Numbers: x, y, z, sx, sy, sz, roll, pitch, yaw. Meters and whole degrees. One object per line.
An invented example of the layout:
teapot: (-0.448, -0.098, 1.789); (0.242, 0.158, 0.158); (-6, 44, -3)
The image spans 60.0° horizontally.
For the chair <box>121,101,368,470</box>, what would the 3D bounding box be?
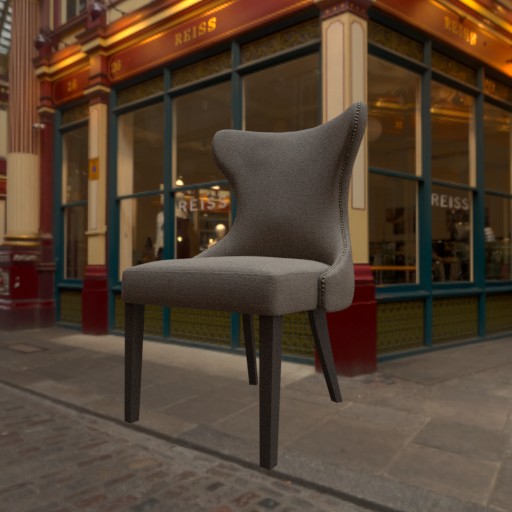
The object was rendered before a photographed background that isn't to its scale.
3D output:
chair: (0.000, 0.000, 1.398); (0.628, 0.967, 0.635); (0, 0, 36)
